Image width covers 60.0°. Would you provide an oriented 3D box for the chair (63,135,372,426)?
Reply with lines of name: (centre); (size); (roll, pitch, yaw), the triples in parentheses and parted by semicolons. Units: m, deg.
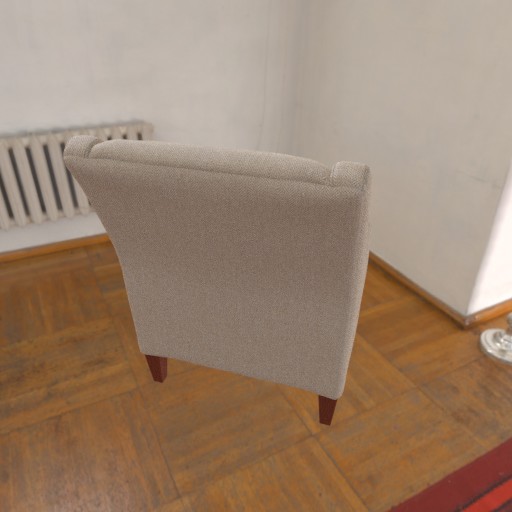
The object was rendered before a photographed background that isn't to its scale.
chair: (0.000, 0.000, 1.595); (0.774, 1.014, 0.870); (9, 32, 15)
